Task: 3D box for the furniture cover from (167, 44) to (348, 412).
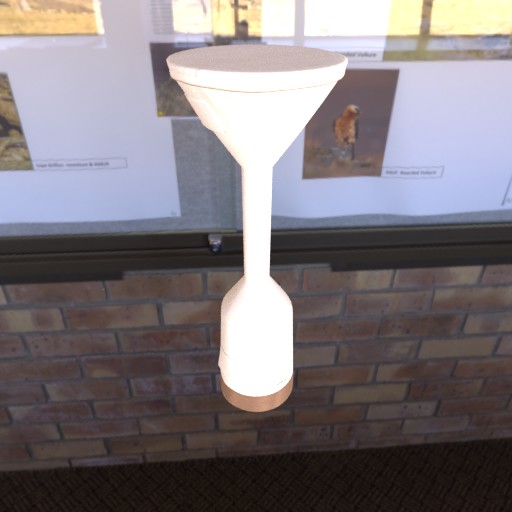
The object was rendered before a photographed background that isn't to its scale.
[{"bbox_3d":[0.000,0.000,2.902,0.914,2.413,0.914,-21,38,-30],"label":"furniture cover"}]
